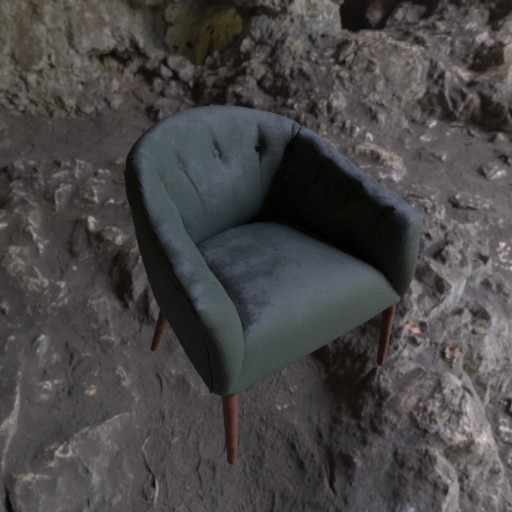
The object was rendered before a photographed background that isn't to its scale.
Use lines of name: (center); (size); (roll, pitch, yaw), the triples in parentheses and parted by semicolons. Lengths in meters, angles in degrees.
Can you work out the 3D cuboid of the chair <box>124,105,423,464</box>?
chair: (0.000, 0.000, 1.539); (0.851, 0.885, 0.776); (-21, 37, -31)
